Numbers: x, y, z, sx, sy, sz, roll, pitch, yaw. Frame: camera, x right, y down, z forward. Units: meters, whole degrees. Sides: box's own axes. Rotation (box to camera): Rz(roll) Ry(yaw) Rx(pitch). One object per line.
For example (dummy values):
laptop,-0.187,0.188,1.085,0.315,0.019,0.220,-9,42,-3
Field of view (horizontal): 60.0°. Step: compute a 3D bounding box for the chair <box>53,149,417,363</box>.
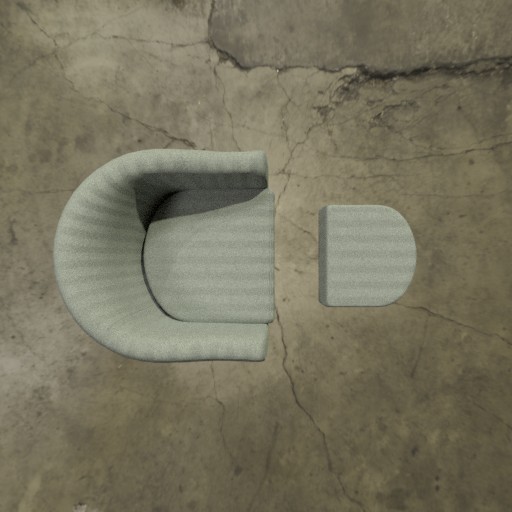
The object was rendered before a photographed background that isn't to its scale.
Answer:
chair,0.000,0.000,1.765,1.288,0.757,0.756,0,90,1
